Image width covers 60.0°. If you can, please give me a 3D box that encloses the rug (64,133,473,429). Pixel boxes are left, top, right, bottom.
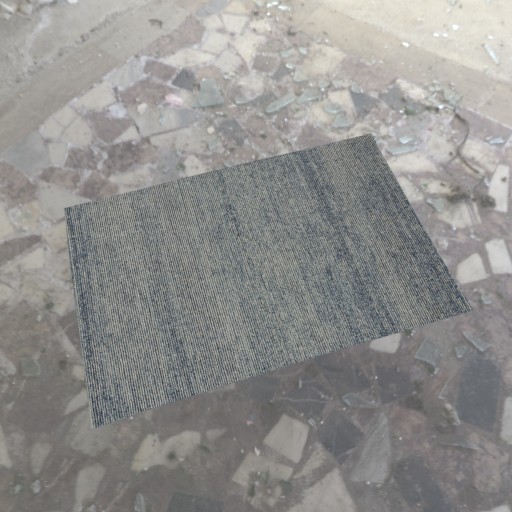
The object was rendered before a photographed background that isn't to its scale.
[{"bbox_3d":[0.000,0.000,2.203,1.777,0.021,1.145,-15,64,-8],"label":"rug"}]
